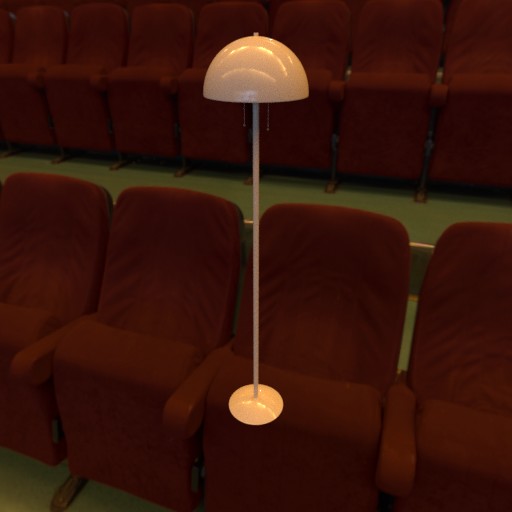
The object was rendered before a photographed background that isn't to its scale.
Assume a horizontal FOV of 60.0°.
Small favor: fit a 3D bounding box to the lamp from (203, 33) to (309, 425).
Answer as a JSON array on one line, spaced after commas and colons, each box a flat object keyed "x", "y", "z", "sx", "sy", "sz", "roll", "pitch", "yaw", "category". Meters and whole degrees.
[{"x": 0.000, "y": 0.000, "z": 1.645, "sx": 0.328, "sy": 1.480, "sz": 0.328, "roll": 9, "pitch": 28, "yaw": 17, "category": "lamp"}]
